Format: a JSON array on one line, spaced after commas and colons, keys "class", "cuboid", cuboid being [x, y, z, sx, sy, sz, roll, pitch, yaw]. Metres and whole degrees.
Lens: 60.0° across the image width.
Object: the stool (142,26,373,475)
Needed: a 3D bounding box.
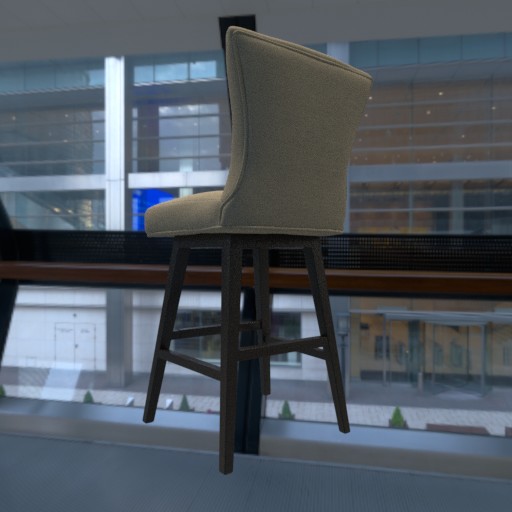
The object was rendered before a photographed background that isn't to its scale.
[{"class": "stool", "cuboid": [0.000, 0.000, 1.373, 0.514, 1.086, 0.574, 0, 0, -36]}]
